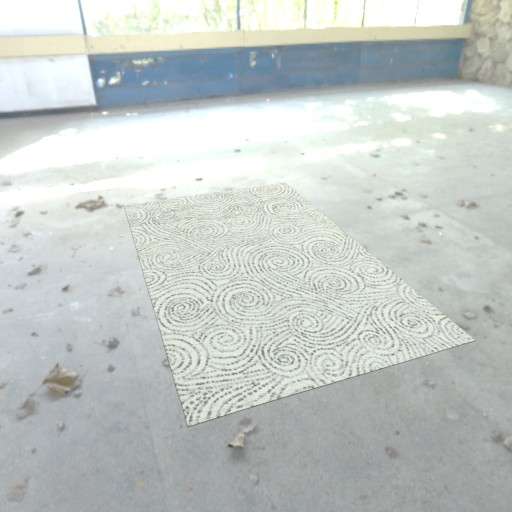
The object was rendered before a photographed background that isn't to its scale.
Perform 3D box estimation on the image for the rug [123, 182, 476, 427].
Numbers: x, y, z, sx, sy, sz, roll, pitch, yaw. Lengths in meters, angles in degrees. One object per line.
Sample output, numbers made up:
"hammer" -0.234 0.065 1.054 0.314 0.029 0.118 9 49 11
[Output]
"rug" 0.000 0.000 3.052 1.524 0.005 2.439 -11 32 -18
